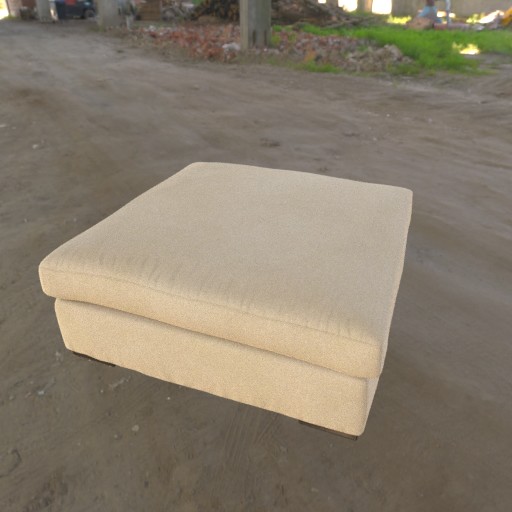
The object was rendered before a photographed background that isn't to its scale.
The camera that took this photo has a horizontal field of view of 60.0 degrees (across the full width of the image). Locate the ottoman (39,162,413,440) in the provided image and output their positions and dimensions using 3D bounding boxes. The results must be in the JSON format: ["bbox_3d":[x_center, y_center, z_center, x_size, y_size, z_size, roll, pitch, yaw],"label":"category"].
[{"bbox_3d":[0.000,0.000,1.894,1.190,0.522,1.205,11,32,18],"label":"ottoman"}]
